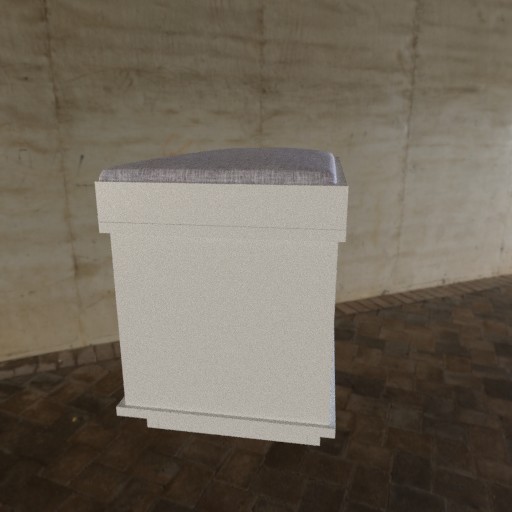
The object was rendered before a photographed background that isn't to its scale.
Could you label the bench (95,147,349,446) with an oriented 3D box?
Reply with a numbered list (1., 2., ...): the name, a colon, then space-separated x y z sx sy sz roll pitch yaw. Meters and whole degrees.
1. bench: 0.000 0.000 0.999 0.362 0.461 0.734 3 16 9
